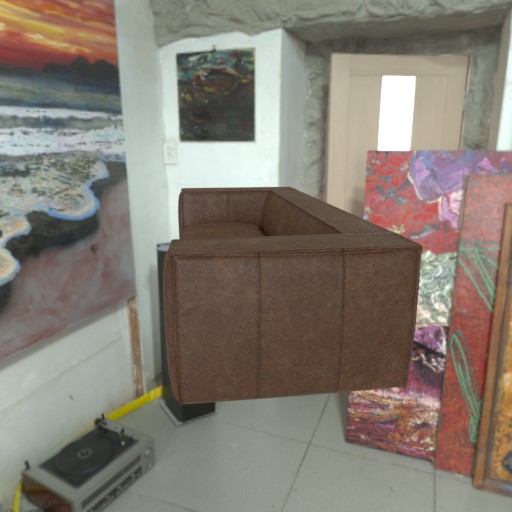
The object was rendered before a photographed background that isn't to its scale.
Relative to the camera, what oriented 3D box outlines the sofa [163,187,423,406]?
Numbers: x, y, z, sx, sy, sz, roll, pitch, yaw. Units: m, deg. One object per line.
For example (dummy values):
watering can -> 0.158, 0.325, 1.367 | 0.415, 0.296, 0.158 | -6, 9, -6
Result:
sofa -> 0.000, 0.000, 3.033 | 1.102, 0.701, 2.581 | -2, 14, -8
